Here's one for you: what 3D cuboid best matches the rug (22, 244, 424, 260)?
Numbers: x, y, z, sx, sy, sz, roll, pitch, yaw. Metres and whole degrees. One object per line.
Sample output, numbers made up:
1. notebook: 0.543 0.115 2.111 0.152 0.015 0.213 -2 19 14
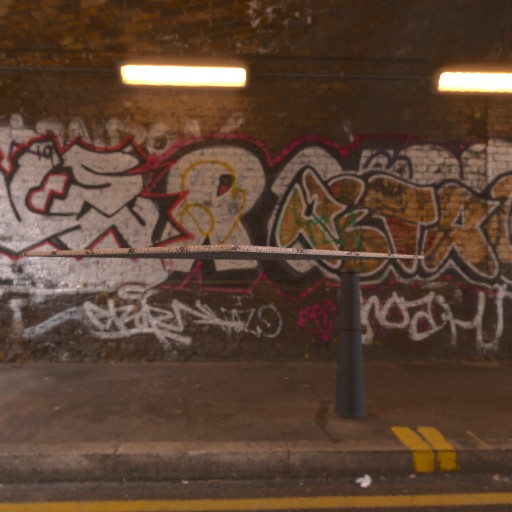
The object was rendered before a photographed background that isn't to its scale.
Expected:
1. rug: 0.000 0.000 3.454 1.778 0.030 2.743 -1 -1 37
